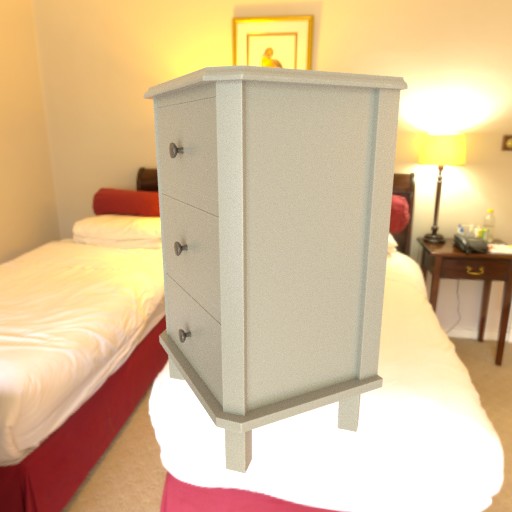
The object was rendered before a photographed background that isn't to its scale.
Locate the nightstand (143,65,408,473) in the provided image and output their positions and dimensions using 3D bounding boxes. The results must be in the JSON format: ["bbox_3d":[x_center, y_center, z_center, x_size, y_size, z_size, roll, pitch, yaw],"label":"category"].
[{"bbox_3d":[0.000,0.000,0.936,0.348,0.680,0.435,-8,17,-26],"label":"nightstand"}]
